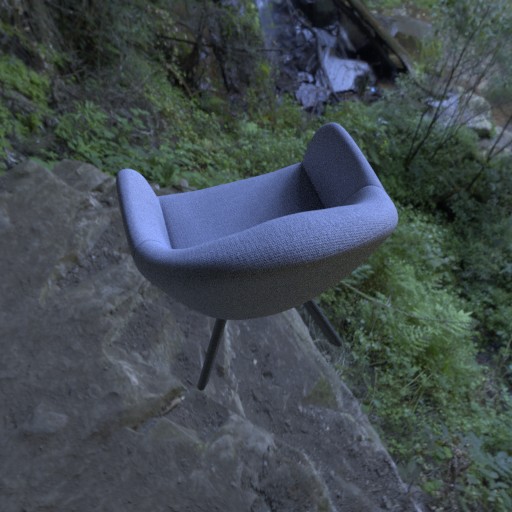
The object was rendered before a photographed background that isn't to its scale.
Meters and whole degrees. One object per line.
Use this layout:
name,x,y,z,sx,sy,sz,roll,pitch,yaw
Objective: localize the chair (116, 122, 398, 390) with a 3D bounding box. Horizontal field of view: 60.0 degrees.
chair,0.000,0.000,1.183,0.590,0.795,0.550,-15,59,-9
